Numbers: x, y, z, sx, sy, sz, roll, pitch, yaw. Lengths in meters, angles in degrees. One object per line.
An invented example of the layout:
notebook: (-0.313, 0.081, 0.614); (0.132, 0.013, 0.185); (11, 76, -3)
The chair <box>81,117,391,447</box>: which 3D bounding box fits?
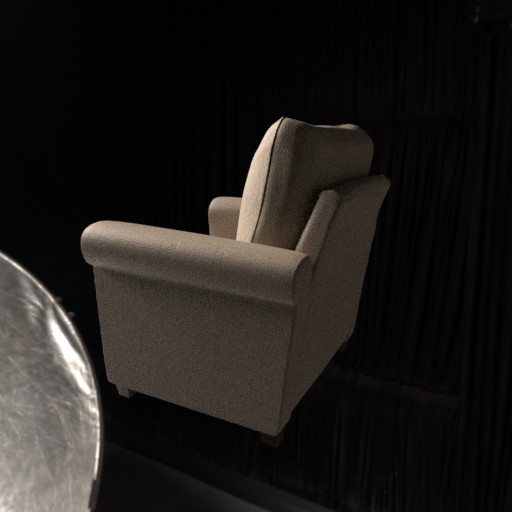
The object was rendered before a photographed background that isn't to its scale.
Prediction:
chair: (0.000, 0.000, 2.339); (1.180, 1.349, 1.275); (7, 16, 26)
